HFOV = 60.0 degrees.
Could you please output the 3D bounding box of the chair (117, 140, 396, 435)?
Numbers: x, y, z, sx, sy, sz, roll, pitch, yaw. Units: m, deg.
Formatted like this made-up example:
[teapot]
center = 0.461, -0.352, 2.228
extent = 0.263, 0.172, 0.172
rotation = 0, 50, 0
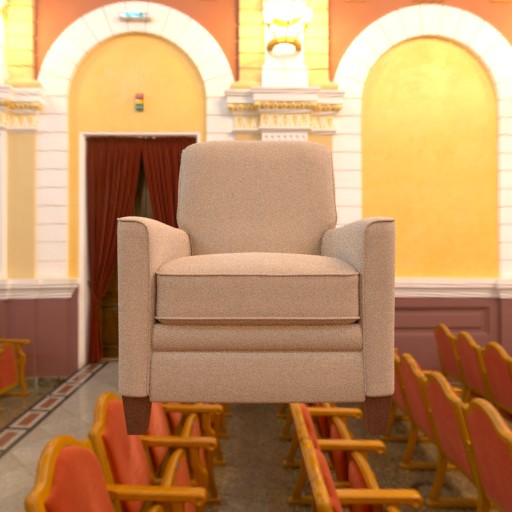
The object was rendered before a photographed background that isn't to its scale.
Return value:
[chair]
center = 0.000, 0.000, 1.647
extent = 0.841, 1.023, 0.858
rotation = 0, 1, 0
